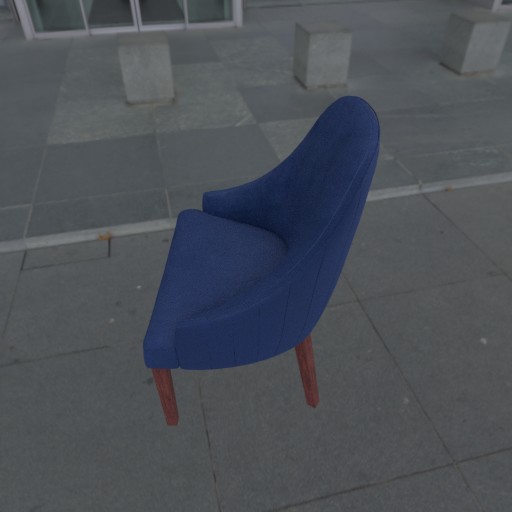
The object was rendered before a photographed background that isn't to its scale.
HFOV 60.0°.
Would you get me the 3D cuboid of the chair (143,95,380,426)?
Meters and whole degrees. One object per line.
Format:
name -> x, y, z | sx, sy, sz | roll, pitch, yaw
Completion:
chair -> 0.000, 0.000, 1.324 | 0.575, 0.889, 0.643 | 1, 40, 1
